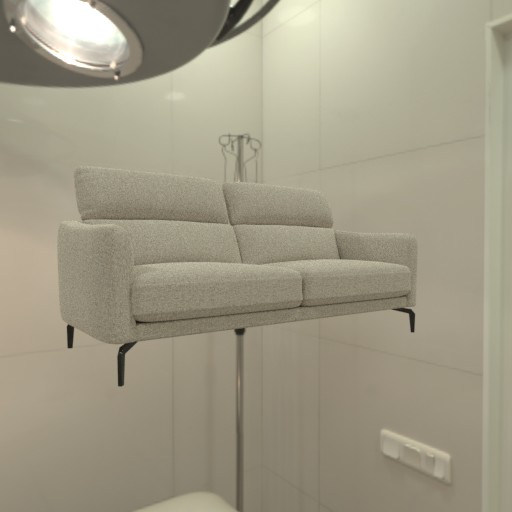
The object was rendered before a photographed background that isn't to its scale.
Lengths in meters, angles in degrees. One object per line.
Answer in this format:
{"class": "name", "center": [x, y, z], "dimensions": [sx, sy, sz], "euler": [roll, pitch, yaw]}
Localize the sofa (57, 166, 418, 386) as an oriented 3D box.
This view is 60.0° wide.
{"class": "sofa", "center": [0.000, 0.000, 2.529], "dimensions": [2.015, 0.956, 0.856], "euler": [-1, 1, -36]}
